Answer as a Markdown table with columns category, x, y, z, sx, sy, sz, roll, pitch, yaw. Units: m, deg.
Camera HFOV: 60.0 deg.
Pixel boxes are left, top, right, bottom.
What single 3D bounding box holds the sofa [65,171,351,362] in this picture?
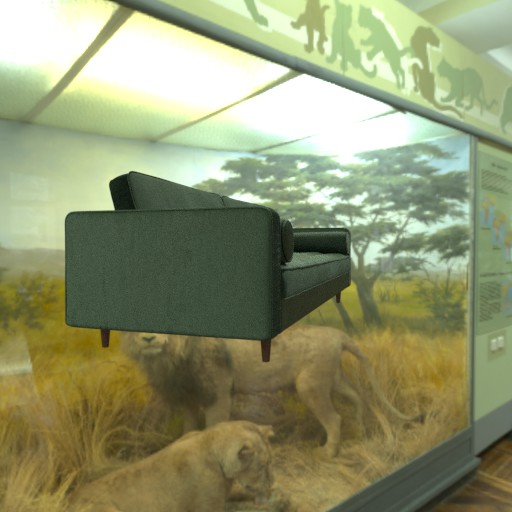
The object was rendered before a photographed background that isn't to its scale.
| category | x | y | z | sx | sy | sz | roll | pitch | yaw |
| --- | --- | --- | --- | --- | --- | --- | --- | --- | --- |
| sofa | 0.000 | 0.000 | 2.700 | 0.918 | 0.769 | 2.199 | 0 | 2 | 19 |
